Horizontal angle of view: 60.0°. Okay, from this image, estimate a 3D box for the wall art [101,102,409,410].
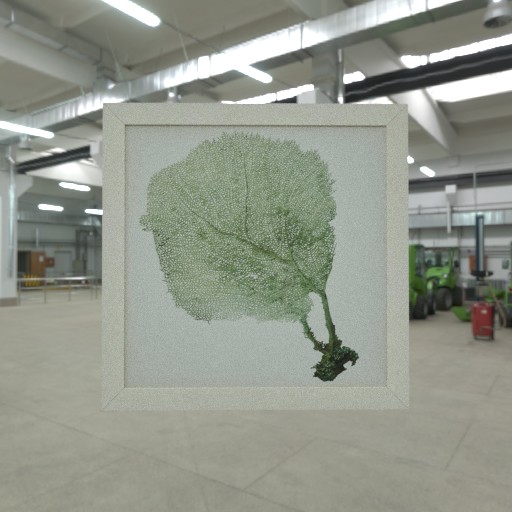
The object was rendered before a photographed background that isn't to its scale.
[{"bbox_3d":[0.000,0.000,0.853,0.584,0.584,0.013,0,-1,-1],"label":"wall art"}]
